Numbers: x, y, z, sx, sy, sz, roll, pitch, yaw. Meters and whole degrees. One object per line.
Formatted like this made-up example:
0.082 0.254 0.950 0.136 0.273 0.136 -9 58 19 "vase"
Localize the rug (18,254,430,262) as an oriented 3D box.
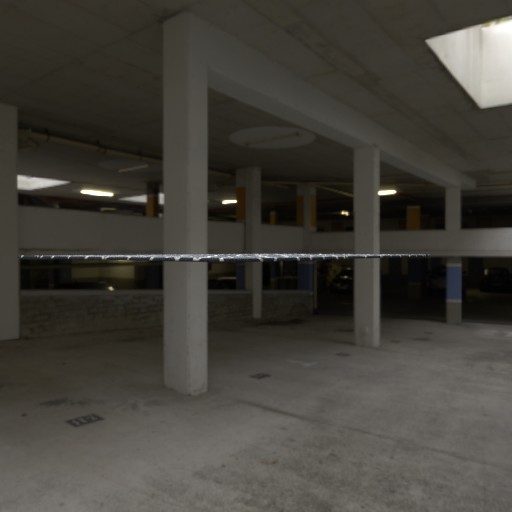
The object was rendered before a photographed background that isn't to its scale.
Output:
0.000 0.000 2.281 1.223 0.013 1.830 0 1 37 "rug"
